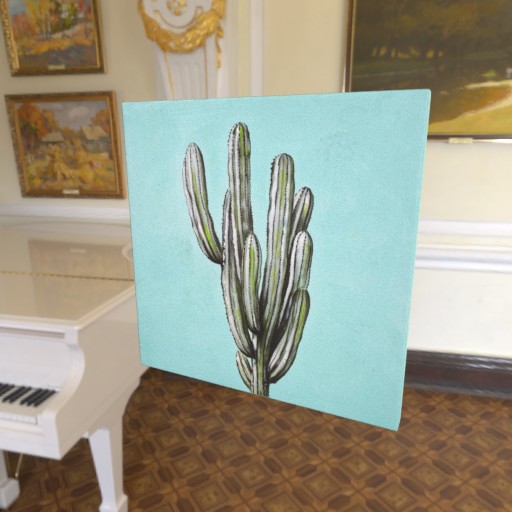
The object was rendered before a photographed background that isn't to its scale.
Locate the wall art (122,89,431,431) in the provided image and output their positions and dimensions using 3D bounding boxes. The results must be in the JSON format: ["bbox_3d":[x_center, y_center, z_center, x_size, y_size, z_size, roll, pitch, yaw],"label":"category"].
[{"bbox_3d":[0.000,0.000,1.586,1.071,1.073,0.070,7,16,24],"label":"wall art"}]
